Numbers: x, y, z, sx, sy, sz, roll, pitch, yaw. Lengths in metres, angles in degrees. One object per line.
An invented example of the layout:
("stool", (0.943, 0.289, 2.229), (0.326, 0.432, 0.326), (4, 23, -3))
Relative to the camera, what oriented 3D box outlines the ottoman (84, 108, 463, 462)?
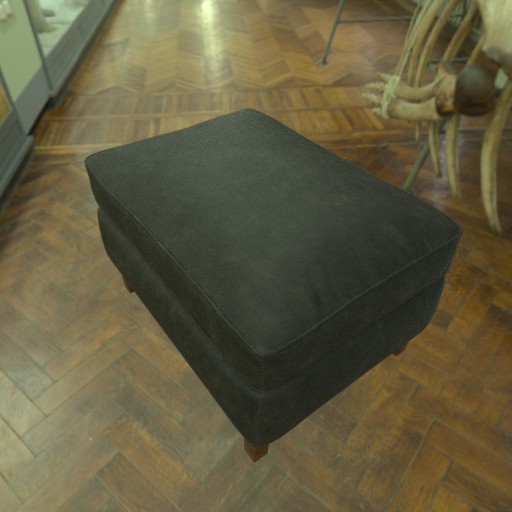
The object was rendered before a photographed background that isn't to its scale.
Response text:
("ottoman", (0.000, 0.000, 0.976), (0.501, 0.413, 0.665), (-26, 48, -26))
